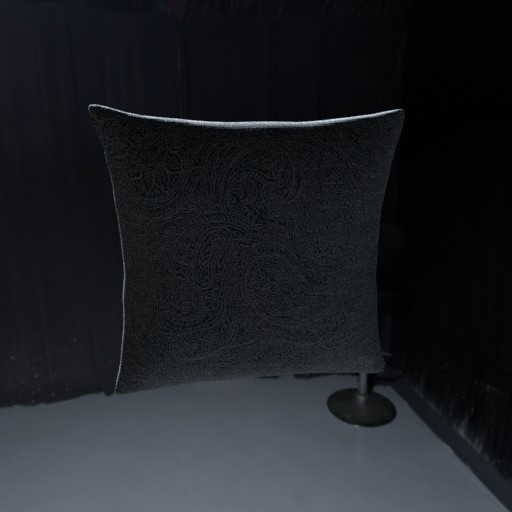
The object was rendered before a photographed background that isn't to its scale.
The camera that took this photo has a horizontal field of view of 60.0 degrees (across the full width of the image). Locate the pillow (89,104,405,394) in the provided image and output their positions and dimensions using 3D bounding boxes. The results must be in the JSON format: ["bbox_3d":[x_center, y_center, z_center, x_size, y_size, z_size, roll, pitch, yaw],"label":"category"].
[{"bbox_3d":[0.000,0.000,0.793,0.526,0.507,0.166,-2,14,-9],"label":"pillow"}]
